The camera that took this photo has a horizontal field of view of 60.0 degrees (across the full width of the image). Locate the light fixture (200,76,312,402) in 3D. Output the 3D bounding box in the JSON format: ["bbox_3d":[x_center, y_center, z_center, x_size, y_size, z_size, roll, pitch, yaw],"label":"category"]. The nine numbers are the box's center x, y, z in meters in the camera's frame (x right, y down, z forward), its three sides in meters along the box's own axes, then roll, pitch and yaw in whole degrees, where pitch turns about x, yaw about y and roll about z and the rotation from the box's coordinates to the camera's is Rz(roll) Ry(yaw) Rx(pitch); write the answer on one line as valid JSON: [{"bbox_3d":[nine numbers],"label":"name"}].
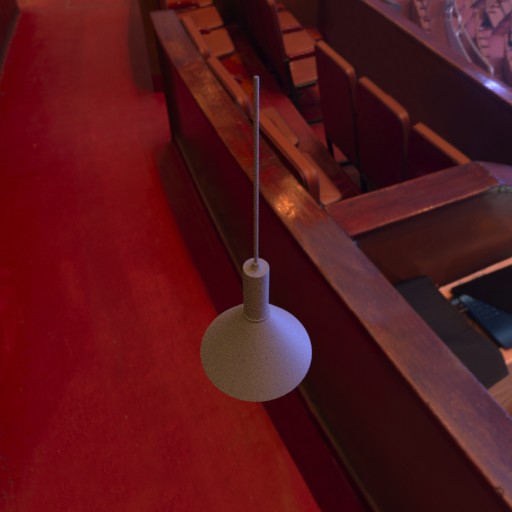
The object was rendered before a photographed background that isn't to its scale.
[{"bbox_3d":[0.000,0.000,0.821,0.267,0.683,0.267,-24,52,-20],"label":"light fixture"}]
